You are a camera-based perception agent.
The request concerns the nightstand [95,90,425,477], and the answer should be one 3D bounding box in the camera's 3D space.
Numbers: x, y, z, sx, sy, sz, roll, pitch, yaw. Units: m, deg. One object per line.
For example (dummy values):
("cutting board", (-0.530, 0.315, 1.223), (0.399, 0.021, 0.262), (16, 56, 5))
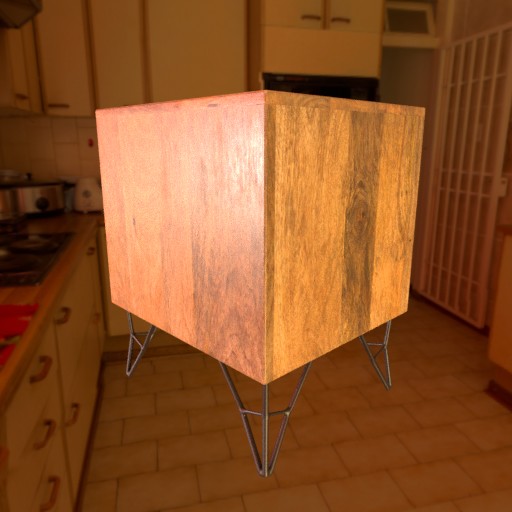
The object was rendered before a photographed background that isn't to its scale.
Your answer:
("nightstand", (0.000, 0.000, 0.884), (0.406, 0.559, 0.457), (-13, 20, -42))
